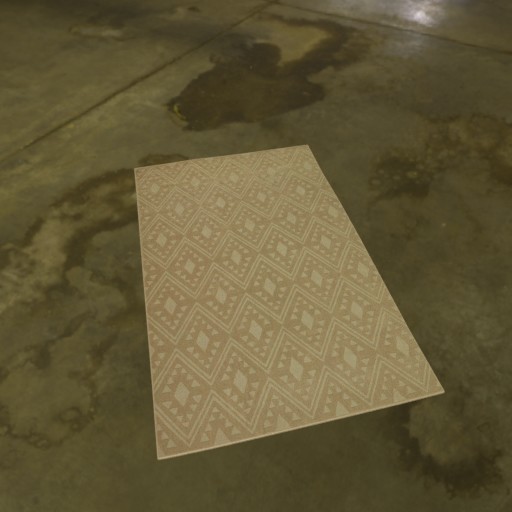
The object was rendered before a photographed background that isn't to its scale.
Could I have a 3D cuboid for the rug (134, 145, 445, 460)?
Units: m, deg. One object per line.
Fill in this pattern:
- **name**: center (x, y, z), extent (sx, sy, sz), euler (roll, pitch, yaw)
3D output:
- **rug**: center (0.000, 0.000, 3.081), extent (1.553, 0.053, 2.430), euler (-10, 48, -9)
